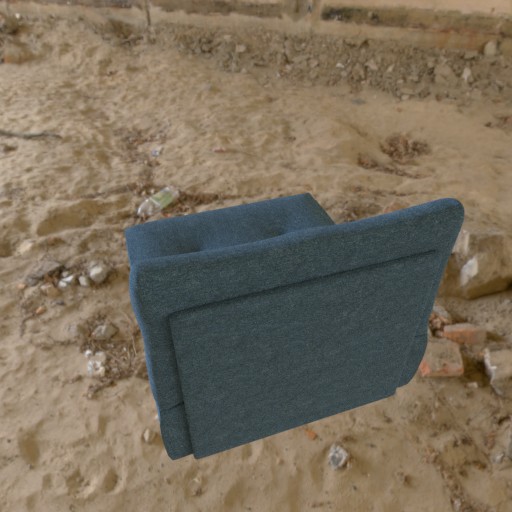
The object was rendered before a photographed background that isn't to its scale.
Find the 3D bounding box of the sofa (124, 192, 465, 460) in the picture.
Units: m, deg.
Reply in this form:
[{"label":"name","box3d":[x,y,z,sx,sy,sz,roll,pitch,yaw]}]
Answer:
[{"label":"sofa","box3d":[0.000,0.000,1.668,0.930,0.820,1.000,-12,41,-15]}]
